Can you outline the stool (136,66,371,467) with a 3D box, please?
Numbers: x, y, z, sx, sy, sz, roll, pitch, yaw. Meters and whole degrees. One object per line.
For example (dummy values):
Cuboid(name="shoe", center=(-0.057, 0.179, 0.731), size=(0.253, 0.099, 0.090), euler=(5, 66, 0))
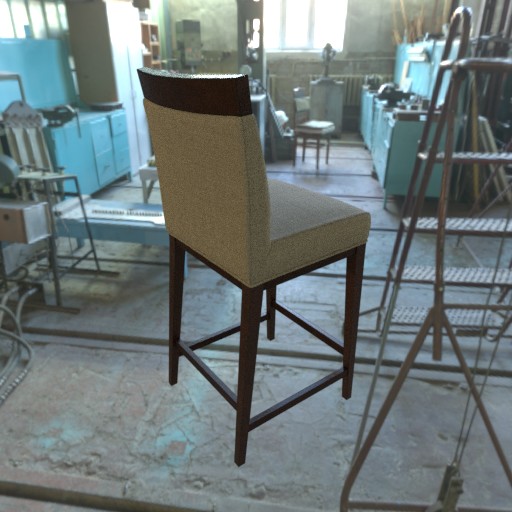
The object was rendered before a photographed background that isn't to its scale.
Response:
Cuboid(name="stool", center=(0.000, 0.000, 1.293), size=(0.480, 1.011, 0.463), euler=(-18, 30, -33))
